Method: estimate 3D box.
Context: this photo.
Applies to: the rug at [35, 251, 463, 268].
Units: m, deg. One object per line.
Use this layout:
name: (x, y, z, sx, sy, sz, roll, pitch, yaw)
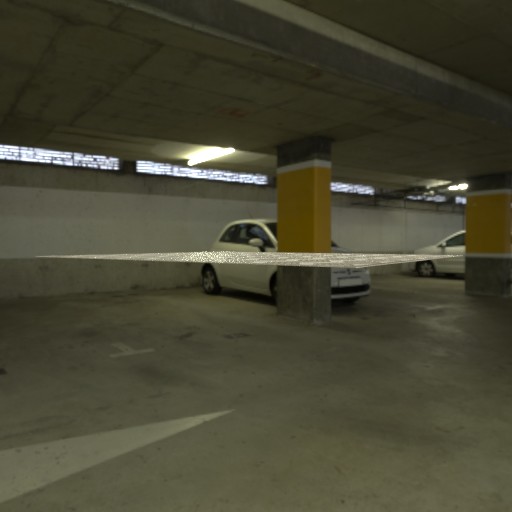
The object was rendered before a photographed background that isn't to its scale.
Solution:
rug: (0.000, 0.000, 3.869, 2.880, 0.005, 2.391, 1, 2, 36)
